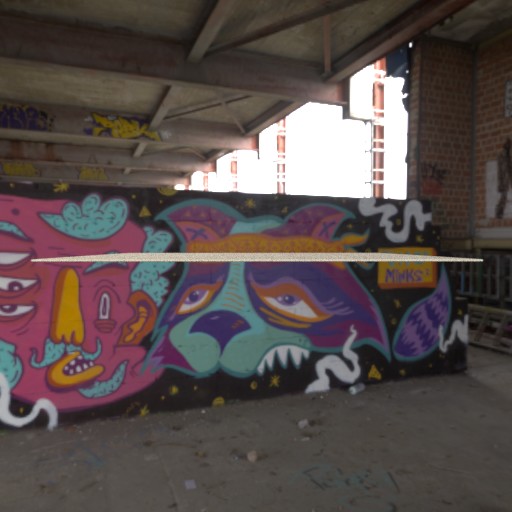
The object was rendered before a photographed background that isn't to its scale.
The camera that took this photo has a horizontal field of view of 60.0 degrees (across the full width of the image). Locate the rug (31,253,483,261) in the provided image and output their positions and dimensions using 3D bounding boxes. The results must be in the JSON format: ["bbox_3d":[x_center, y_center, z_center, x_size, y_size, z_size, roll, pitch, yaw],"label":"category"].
[{"bbox_3d":[0.000,0.000,4.199,3.050,0.015,2.441,0,1,-1],"label":"rug"}]
